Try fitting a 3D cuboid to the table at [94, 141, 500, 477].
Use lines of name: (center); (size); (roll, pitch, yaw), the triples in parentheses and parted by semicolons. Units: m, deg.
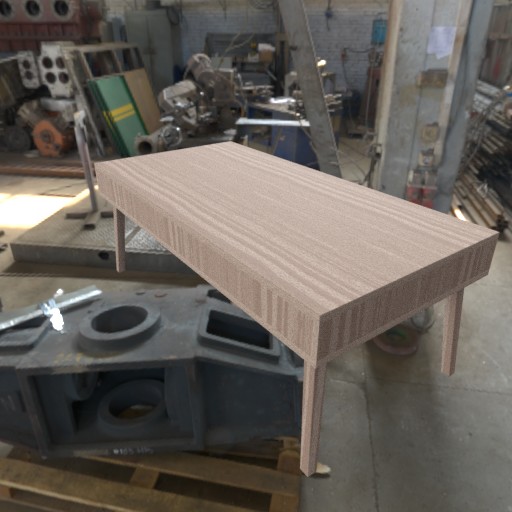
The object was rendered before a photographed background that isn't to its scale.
table: (0.000, 0.000, 1.458); (0.600, 0.450, 1.200); (-18, 33, -32)
